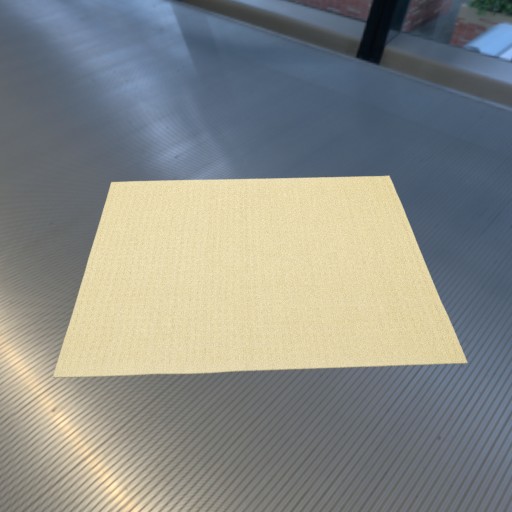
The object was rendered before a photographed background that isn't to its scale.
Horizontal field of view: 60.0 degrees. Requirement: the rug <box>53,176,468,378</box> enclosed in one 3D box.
[{"bbox_3d":[0.000,0.000,4.248,3.204,0.016,2.452,-2,46,-2],"label":"rug"}]
